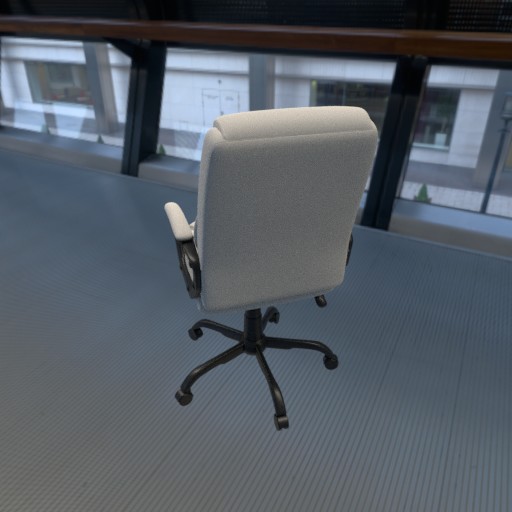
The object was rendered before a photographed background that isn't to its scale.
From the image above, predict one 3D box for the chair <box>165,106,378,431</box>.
[{"bbox_3d":[0.000,0.000,1.515,0.663,1.065,0.669,-9,30,-16],"label":"chair"}]
